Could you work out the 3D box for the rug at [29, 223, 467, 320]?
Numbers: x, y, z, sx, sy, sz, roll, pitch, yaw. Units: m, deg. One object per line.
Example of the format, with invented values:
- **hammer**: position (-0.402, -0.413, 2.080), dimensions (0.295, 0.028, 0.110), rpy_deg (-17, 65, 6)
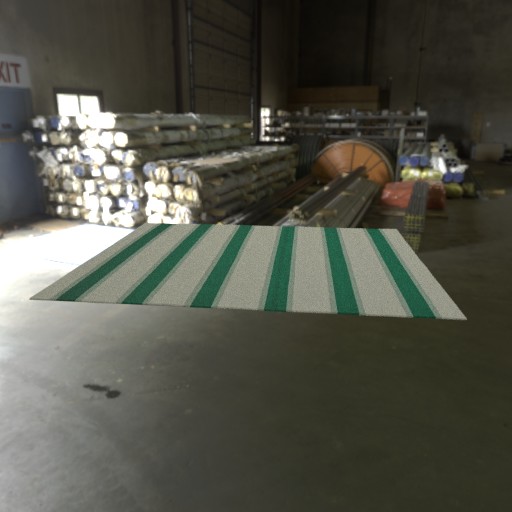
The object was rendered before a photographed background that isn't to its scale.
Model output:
- **rug**: position (0.000, 0.000, 4.196), dimensions (3.041, 0.019, 2.434), rpy_deg (2, 17, 6)
